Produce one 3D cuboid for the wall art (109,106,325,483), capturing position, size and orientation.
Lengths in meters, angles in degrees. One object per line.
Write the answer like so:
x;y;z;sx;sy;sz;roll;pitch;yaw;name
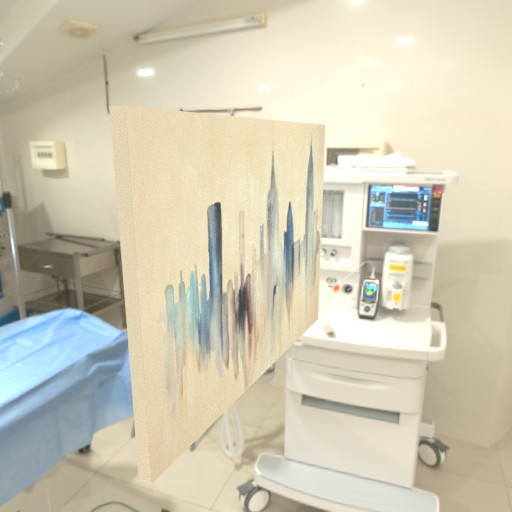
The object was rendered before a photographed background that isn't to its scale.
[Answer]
0.000;0.000;1.289;0.038;0.762;1.016;8;16;27;wall art
